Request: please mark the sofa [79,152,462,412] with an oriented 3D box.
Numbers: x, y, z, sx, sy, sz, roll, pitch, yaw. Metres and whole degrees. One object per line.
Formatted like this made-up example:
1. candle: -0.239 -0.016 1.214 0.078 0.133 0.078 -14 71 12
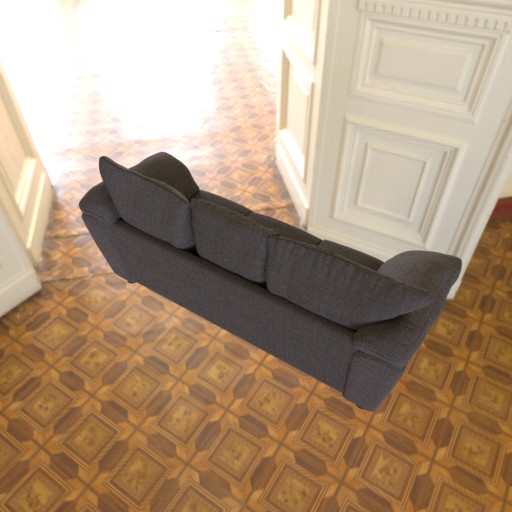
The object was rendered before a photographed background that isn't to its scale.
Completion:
1. sofa: 0.000 0.000 2.914 2.336 1.080 0.883 24 50 22
